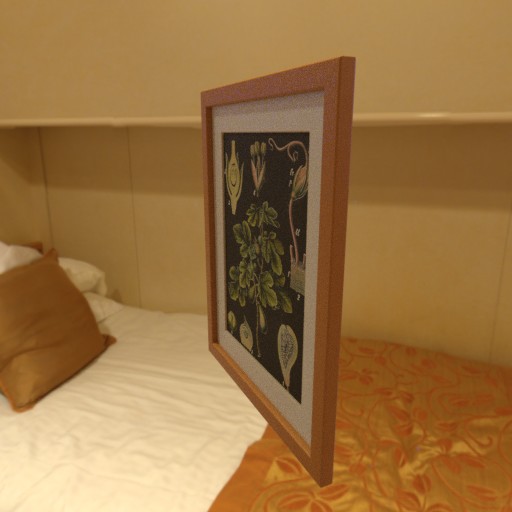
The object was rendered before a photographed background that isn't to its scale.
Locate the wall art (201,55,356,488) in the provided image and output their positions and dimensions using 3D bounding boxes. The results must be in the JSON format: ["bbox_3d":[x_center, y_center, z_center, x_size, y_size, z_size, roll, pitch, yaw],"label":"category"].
[{"bbox_3d":[0.000,0.000,0.507,0.015,0.379,0.310,-7,17,-25],"label":"wall art"}]
